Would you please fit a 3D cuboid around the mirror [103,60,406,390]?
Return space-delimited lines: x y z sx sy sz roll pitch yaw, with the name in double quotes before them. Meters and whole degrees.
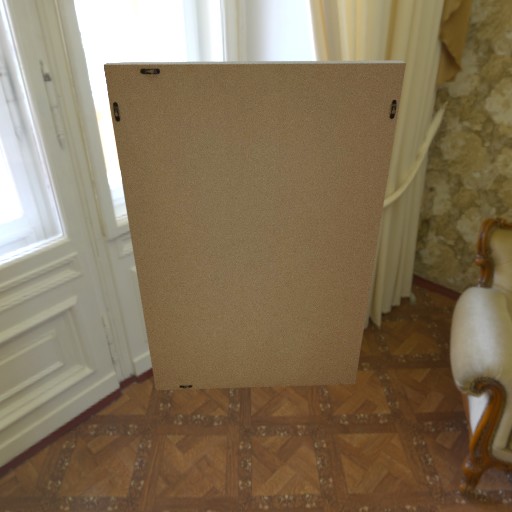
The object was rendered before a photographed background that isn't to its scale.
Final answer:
"mirror" 0.000 0.000 1.135 0.609 0.915 0.040 -1 31 -2
